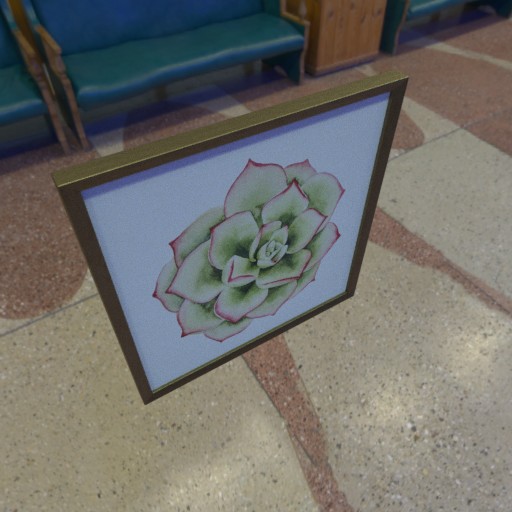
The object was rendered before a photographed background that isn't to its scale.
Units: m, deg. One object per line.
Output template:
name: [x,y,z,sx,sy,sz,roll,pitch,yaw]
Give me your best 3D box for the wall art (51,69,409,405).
wall art: [0.000,0.000,0.743,0.503,0.506,0.031,-24,51,-21]
